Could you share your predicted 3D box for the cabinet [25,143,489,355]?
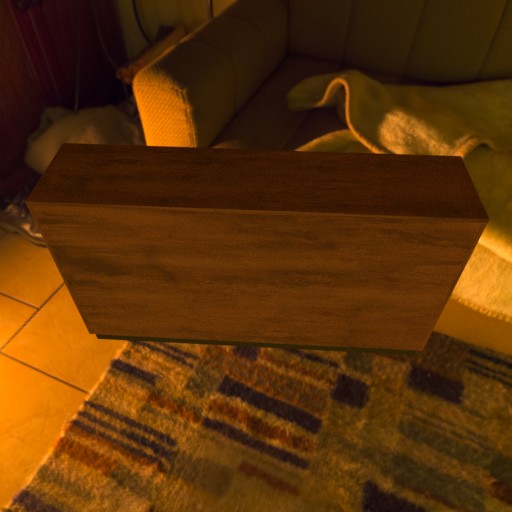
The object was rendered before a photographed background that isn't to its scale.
[{"bbox_3d":[0.000,0.000,1.995,1.600,0.900,0.420,2,47,2],"label":"cabinet"}]
